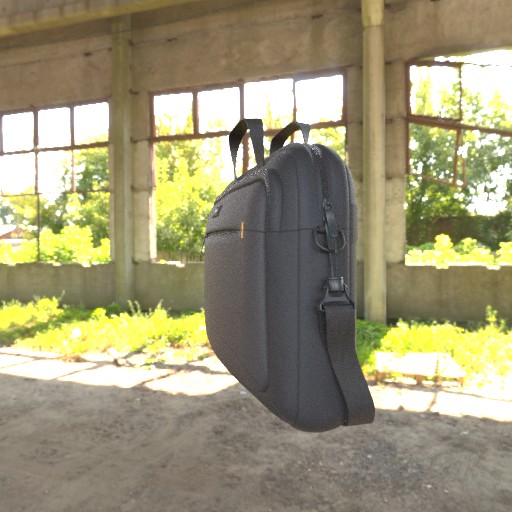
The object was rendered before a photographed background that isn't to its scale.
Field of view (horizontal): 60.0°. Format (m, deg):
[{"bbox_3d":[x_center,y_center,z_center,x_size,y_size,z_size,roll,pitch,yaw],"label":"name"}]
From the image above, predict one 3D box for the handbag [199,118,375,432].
[{"bbox_3d":[0.000,0.000,0.579,0.126,0.330,0.429,0,1,-16],"label":"handbag"}]
